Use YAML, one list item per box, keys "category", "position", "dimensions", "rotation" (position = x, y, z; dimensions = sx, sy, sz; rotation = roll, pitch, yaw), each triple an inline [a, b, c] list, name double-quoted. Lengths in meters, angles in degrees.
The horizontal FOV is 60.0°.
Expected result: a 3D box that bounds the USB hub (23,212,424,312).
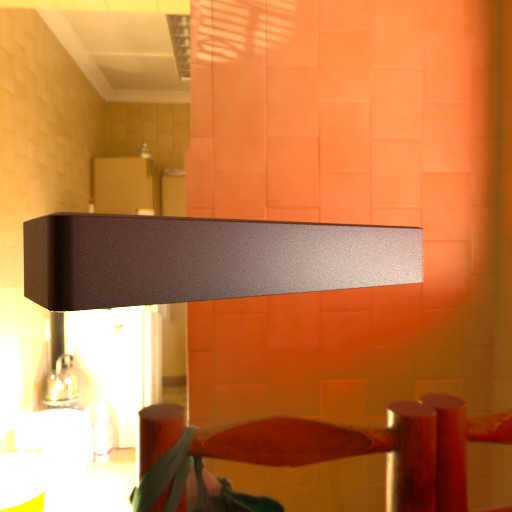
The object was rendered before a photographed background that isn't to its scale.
- category: "USB hub"
  position: [0.000, 0.000, 0.160]
  dimensions: [0.145, 0.023, 0.044]
  rotation: [-1, 2, -36]
